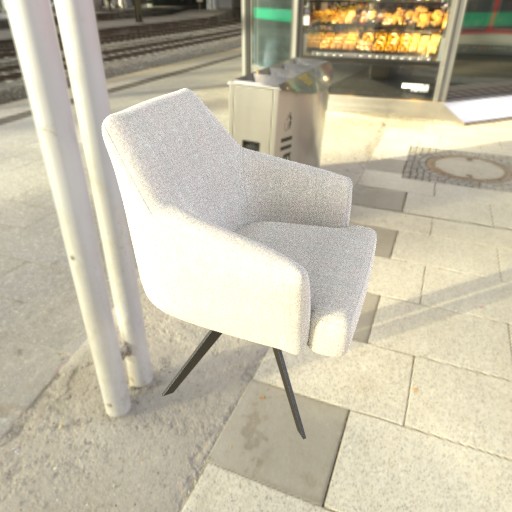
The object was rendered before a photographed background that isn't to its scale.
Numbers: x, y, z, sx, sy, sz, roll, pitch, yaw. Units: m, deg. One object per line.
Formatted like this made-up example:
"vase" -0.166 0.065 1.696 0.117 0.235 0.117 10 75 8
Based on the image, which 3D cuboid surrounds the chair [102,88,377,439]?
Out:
"chair" 0.000 0.000 1.346 0.677 0.874 0.642 11 32 17
